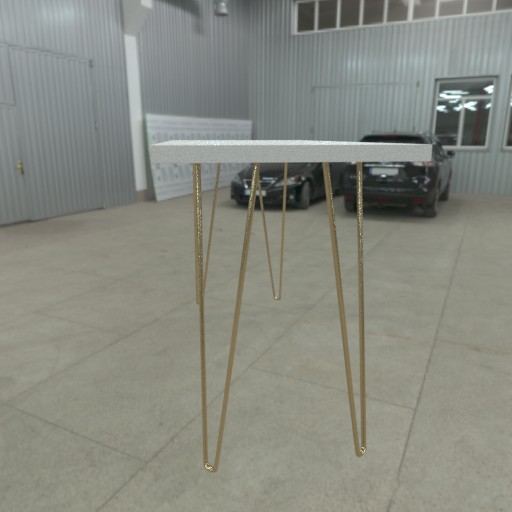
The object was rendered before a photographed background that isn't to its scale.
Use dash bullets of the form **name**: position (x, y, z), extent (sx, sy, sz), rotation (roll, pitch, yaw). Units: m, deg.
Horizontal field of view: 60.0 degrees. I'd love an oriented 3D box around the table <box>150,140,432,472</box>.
- **table**: position (0.000, 0.000, 1.322), extent (0.498, 0.660, 0.991), rotation (-2, 15, -8)
